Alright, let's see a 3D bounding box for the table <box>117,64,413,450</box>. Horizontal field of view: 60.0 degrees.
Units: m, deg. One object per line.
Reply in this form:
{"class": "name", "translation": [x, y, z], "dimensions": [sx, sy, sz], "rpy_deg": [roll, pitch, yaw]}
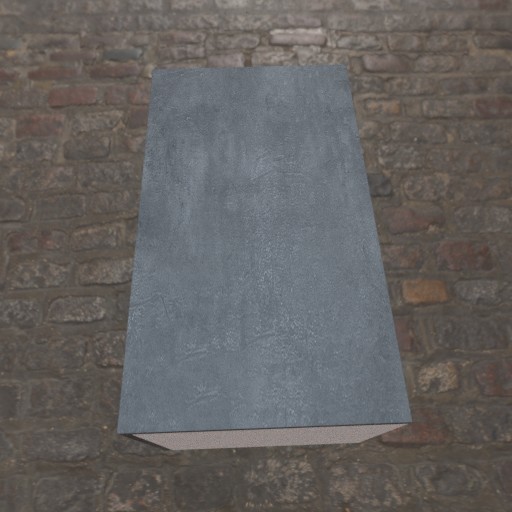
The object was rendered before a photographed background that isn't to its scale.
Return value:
{"class": "table", "translation": [0.000, 0.000, 0.912], "dimensions": [0.400, 0.350, 0.700], "rpy_deg": [-2, 63, -1]}
